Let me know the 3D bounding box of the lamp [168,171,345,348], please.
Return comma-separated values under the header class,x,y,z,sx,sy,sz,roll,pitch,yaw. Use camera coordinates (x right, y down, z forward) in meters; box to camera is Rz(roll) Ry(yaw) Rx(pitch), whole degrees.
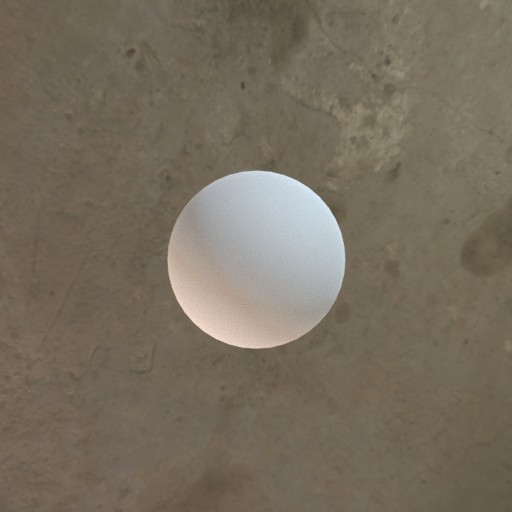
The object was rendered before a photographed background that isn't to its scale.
class,x,y,z,sx,sy,sz,roll,pitch,yaw
lamp,0.000,0.000,0.552,0.153,0.480,0.153,0,91,0
